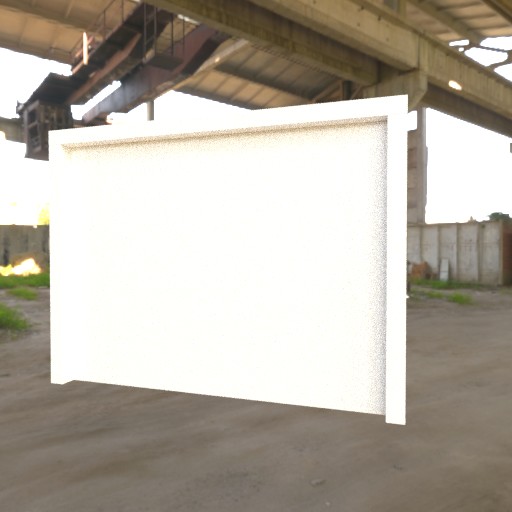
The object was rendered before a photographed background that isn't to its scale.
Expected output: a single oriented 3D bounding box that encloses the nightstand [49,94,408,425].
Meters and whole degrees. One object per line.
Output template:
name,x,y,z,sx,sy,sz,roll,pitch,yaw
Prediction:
nightstand,0.000,0.000,0.737,0.470,0.351,0.408,0,1,18
